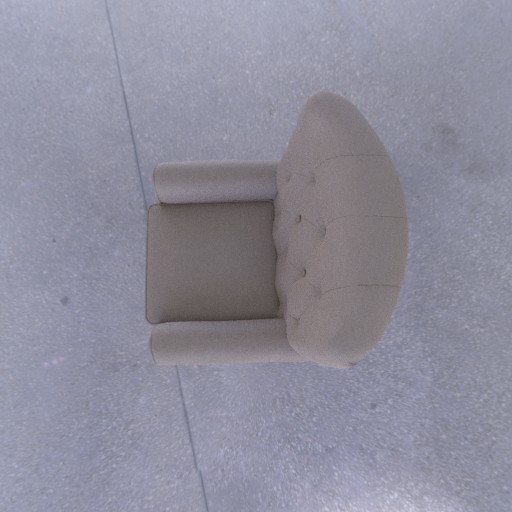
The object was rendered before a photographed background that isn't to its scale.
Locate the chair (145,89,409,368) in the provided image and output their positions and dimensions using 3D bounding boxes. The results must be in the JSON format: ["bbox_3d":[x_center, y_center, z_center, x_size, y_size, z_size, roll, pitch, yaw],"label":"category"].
[{"bbox_3d":[0.000,0.000,1.994,1.041,1.138,0.999,-2,76,-1],"label":"chair"}]
